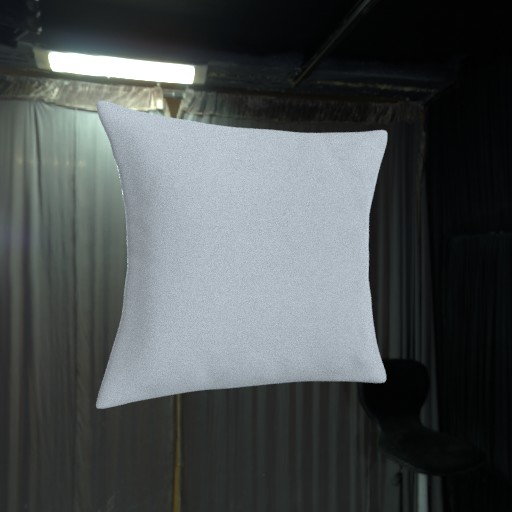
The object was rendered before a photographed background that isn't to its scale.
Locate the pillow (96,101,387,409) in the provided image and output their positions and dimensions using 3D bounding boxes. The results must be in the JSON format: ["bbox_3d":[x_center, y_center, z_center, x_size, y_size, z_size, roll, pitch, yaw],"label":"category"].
[{"bbox_3d":[0.000,0.000,0.812,0.552,0.508,0.166,0,-1,-18],"label":"pillow"}]
